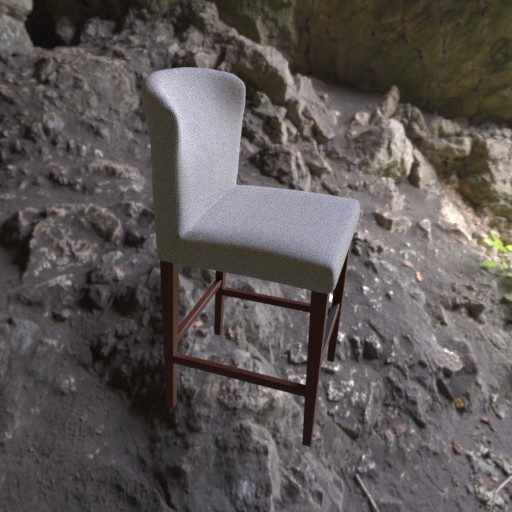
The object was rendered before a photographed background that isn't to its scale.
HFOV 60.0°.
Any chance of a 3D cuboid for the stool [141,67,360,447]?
[{"bbox_3d":[0.000,0.000,1.393,0.568,1.069,0.481,10,31,17],"label":"stool"}]
